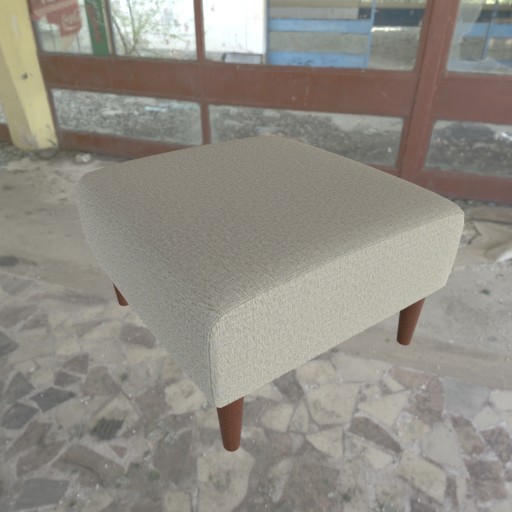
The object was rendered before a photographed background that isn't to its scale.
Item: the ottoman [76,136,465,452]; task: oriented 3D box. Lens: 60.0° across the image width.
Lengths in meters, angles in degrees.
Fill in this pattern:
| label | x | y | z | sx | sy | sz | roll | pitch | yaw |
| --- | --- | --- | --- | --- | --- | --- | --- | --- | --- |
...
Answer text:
| label | x | y | z | sx | sy | sz | roll | pitch | yaw |
| --- | --- | --- | --- | --- | --- | --- | --- | --- | --- |
| ottoman | 0.000 | 0.000 | 1.066 | 0.648 | 0.399 | 0.655 | -20 | 36 | -30 |
